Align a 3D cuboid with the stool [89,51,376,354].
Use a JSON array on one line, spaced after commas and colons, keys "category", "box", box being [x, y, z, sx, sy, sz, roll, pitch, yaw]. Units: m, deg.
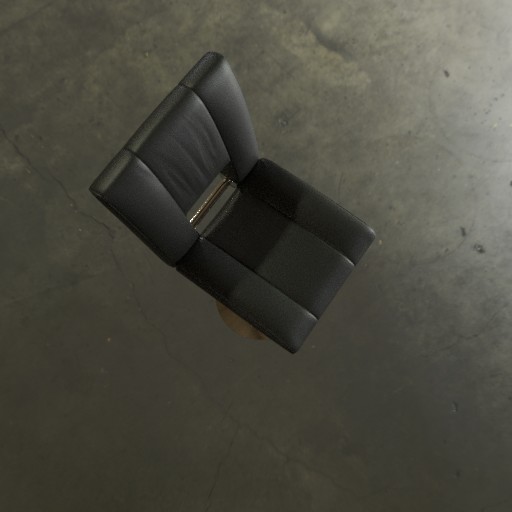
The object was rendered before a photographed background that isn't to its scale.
[{"category": "stool", "box": [0.000, 0.000, 1.386, 0.520, 1.151, 0.415, 35, 78, 8]}]
